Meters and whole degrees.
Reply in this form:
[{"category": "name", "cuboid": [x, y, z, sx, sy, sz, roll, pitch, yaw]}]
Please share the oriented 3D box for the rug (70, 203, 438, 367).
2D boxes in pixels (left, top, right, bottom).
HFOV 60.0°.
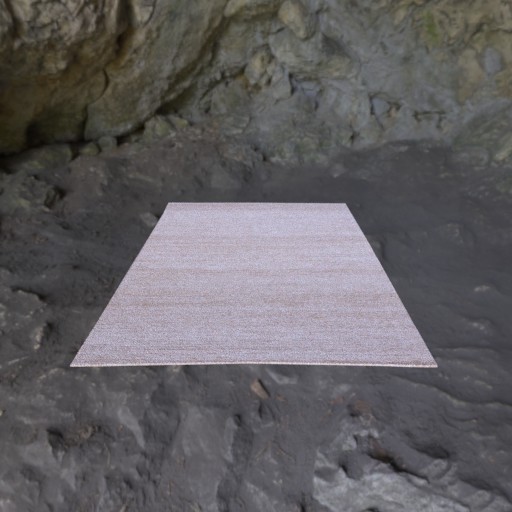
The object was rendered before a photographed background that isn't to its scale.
[{"category": "rug", "cuboid": [0.000, 0.000, 2.948, 1.596, 0.030, 2.283, 0, 25, 1]}]
